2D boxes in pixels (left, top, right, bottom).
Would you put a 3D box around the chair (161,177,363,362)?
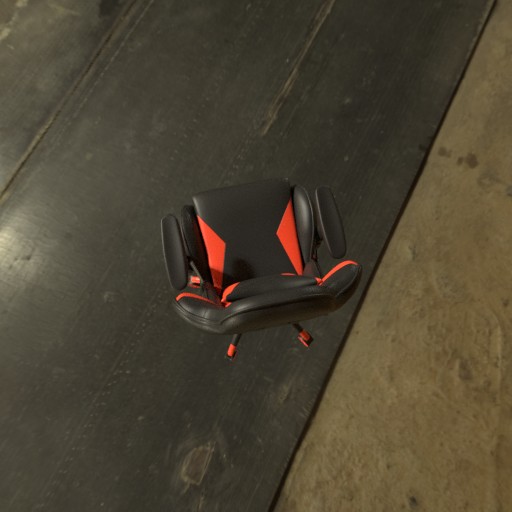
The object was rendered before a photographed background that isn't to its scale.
[{"bbox_3d":[0.000,0.000,1.701,0.695,1.282,0.730,-11,77,-3],"label":"chair"}]
